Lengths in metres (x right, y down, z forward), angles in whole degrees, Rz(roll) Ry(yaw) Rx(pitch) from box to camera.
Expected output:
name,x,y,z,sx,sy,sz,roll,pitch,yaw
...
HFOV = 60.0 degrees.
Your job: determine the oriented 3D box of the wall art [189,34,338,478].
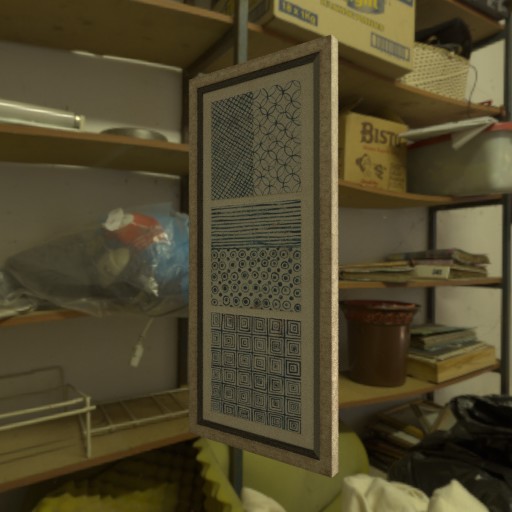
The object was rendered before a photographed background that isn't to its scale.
name,x,y,z,sx,sy,sz,roll,pitch,yaw
wall art,0.000,0.000,1.667,0.648,1.461,0.051,0,0,36
